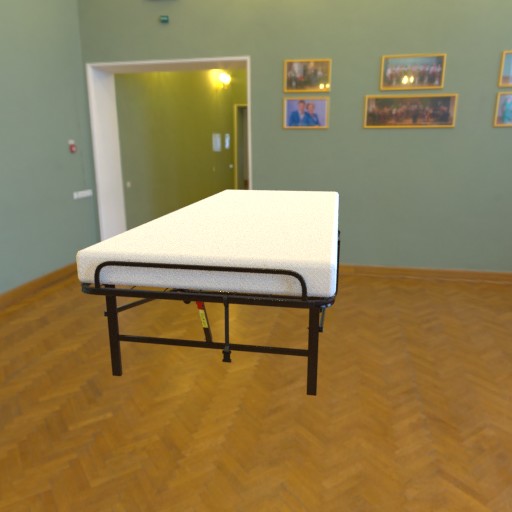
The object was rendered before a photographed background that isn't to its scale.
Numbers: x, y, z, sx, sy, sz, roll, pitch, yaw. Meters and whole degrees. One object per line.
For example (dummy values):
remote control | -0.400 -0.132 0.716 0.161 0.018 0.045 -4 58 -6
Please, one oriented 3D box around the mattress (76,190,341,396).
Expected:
mattress | 0.000 0.000 2.488 0.922 0.519 2.153 3 15 10
